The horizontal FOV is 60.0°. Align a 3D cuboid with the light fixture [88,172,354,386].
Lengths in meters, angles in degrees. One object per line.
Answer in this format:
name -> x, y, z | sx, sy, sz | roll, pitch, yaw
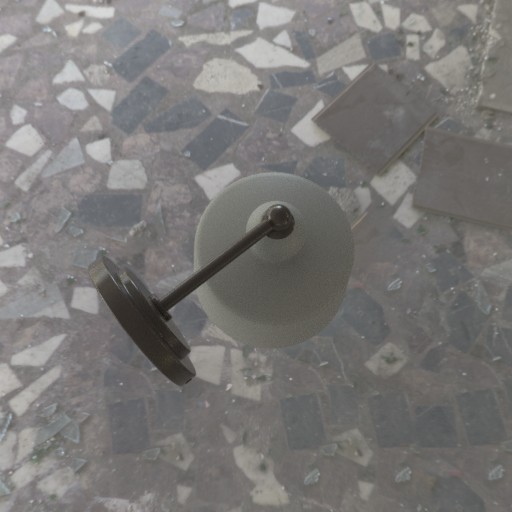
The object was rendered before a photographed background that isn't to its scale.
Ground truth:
light fixture -> 0.000, 0.000, 0.458 | 0.254, 0.268, 0.204 | -38, 78, -9
